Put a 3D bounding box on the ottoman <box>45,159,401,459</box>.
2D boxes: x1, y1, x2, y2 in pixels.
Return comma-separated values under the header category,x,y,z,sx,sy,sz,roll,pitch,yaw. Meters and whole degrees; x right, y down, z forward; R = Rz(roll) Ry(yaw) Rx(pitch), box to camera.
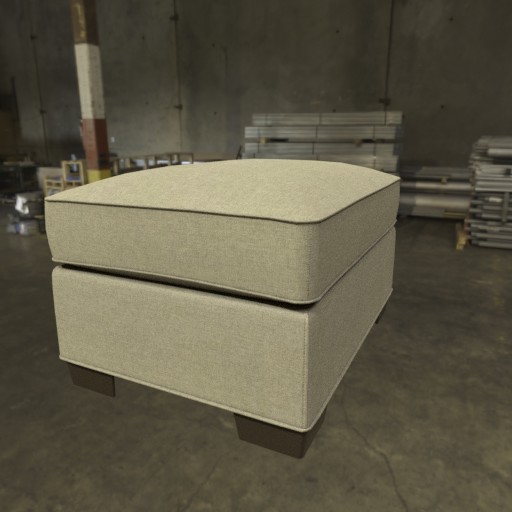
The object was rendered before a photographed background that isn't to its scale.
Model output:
category,x,y,z,sx,sy,sz,roll,pitch,yaw
ottoman,0.000,0.000,1.208,0.619,0.504,0.843,7,17,25
